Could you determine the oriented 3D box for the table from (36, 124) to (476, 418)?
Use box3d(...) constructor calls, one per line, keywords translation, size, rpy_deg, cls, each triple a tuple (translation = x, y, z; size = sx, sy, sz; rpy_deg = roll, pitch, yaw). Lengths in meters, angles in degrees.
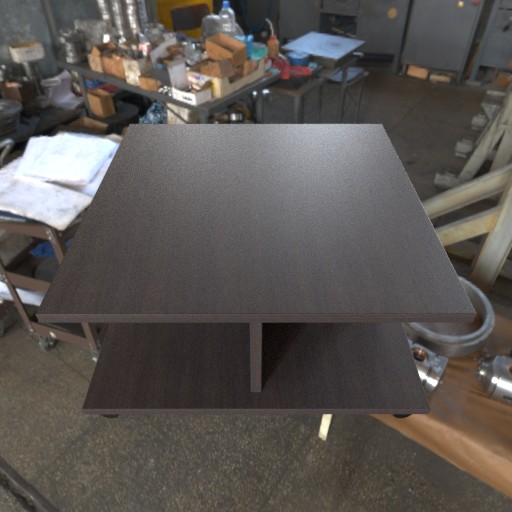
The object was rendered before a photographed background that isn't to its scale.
box3d(translation=(0.000, 0.000, 1.181), size=(0.762, 0.396, 0.762), rpy_deg=(0, 41, 0), cls="table")
